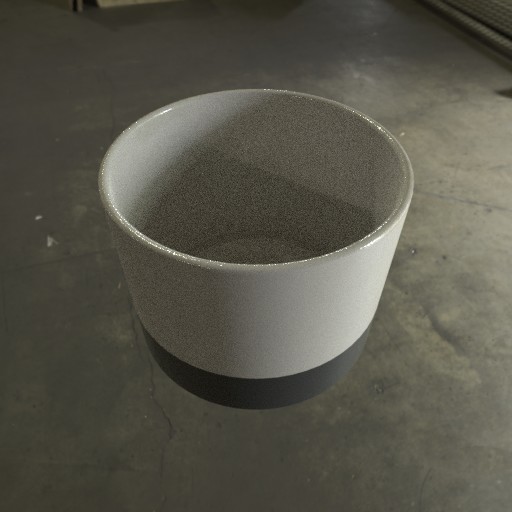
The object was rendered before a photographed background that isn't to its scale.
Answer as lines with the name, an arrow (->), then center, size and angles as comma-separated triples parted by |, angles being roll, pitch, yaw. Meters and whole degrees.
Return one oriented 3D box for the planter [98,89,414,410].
planter -> 0.000, 0.000, 0.341 | 0.193, 0.177, 0.193 | 0, 46, 0
